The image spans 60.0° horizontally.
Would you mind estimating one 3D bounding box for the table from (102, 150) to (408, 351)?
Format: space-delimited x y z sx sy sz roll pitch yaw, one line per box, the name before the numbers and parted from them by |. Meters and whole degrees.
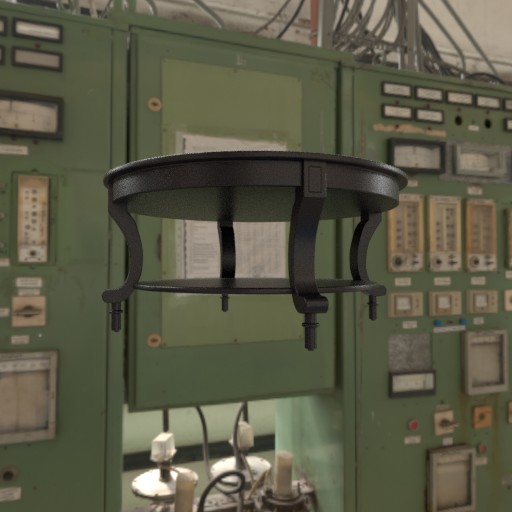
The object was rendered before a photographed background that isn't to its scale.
table | 0.000 0.000 1.569 1.029 0.491 1.029 0 -1 0
